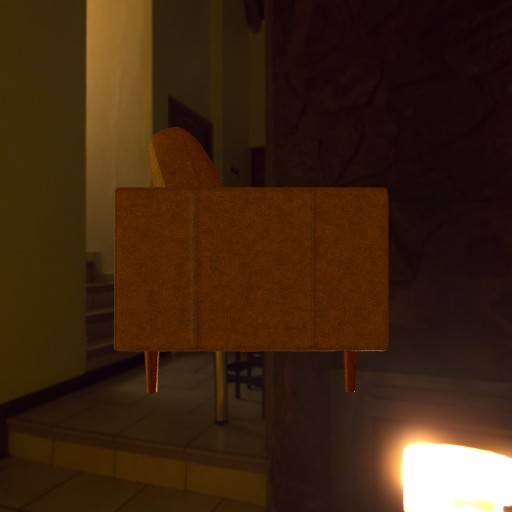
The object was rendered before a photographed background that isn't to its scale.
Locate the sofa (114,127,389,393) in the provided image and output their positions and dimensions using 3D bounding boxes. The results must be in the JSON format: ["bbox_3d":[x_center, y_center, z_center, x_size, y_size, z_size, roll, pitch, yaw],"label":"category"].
[{"bbox_3d":[0.000,0.000,2.188,0.909,0.951,1.578,0,0,0],"label":"sofa"}]
